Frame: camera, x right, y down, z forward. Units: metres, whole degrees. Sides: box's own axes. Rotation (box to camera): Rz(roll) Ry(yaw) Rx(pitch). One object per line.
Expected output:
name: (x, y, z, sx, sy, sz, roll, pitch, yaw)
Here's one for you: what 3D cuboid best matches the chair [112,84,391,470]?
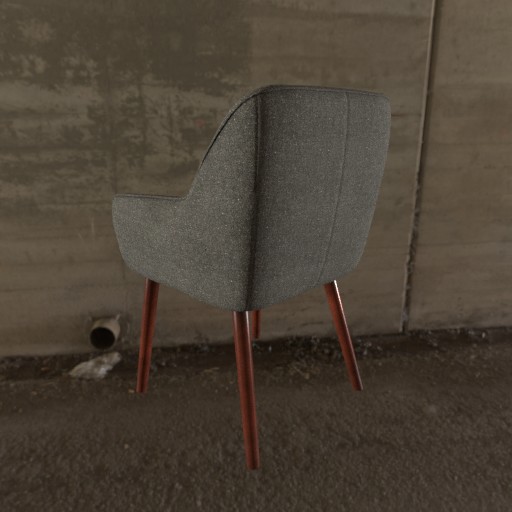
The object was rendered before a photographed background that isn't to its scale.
chair: (0.000, 0.000, 1.164, 0.519, 0.803, 0.543, 16, 23, 43)
